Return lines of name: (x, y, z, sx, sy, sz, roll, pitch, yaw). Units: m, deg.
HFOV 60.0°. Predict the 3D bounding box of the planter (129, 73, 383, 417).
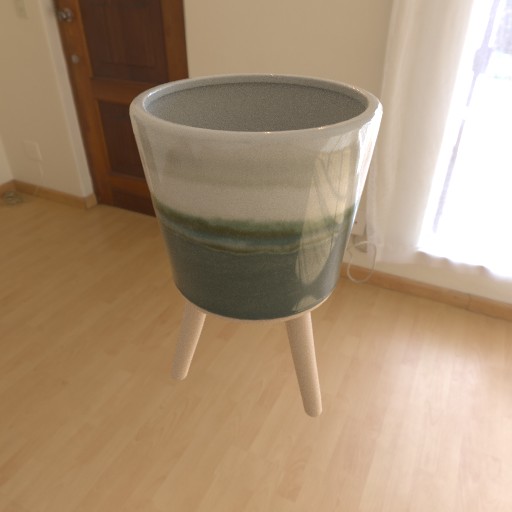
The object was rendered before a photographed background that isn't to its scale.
planter: (0.000, 0.000, 0.477, 0.217, 0.331, 0.217, 1, 33, 1)
